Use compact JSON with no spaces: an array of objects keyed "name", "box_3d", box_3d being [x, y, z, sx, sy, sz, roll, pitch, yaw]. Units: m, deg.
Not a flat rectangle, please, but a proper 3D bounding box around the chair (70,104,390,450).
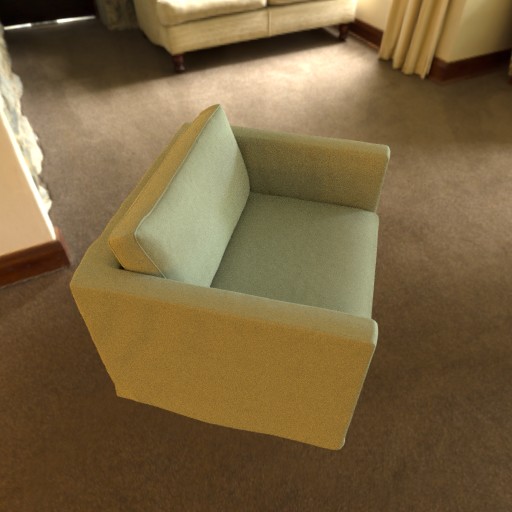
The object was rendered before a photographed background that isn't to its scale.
[{"name":"chair","box_3d":[0.000,0.000,1.785,0.949,0.863,1.057,10,46,10]}]
